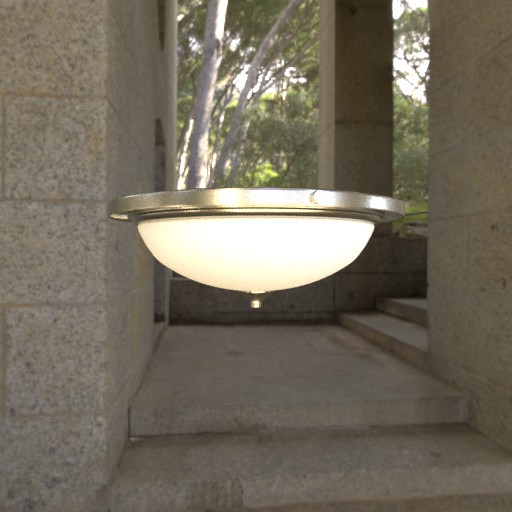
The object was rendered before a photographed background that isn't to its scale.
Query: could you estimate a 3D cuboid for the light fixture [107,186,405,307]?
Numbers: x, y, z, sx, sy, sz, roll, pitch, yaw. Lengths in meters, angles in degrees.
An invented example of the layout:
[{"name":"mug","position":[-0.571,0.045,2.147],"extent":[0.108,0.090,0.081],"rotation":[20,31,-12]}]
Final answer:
[{"name":"light fixture","position":[0.000,0.000,0.566],"extent":[0.361,0.130,0.361],"rotation":[0,0,0]}]
